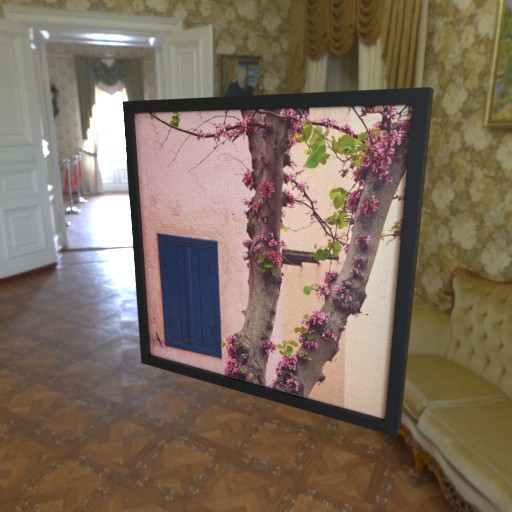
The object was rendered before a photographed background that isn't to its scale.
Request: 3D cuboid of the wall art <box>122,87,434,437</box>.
[{"bbox_3d":[0.000,0.000,0.747,0.508,0.508,0.038,8,17,26],"label":"wall art"}]
